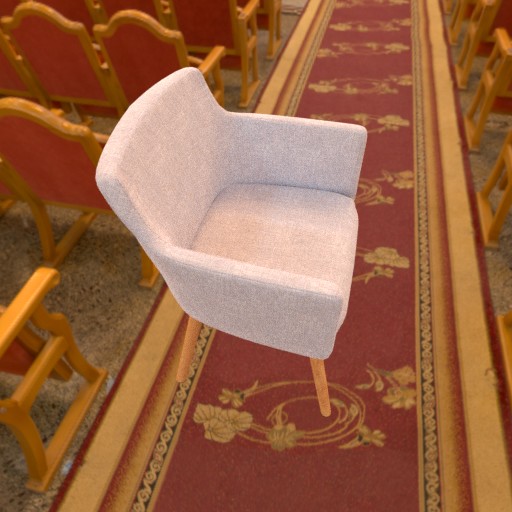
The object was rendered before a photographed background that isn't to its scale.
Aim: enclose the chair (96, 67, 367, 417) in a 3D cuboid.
[{"bbox_3d":[0.000,0.000,1.145,0.540,0.780,0.570,10,48,9],"label":"chair"}]
